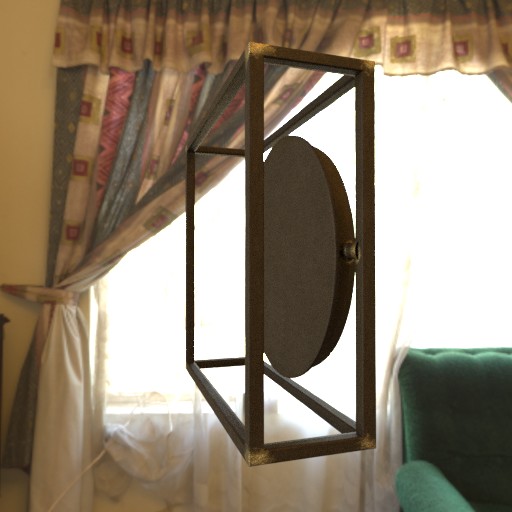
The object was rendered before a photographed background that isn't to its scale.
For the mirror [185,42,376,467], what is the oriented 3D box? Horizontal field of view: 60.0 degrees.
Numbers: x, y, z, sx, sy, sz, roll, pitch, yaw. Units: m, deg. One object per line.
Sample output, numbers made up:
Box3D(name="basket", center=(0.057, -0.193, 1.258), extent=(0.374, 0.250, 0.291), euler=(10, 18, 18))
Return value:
Box3D(name="mirror", center=(0.000, 0.000, 0.478), extent=(0.107, 0.303, 0.306), euler=(0, -1, -18))
